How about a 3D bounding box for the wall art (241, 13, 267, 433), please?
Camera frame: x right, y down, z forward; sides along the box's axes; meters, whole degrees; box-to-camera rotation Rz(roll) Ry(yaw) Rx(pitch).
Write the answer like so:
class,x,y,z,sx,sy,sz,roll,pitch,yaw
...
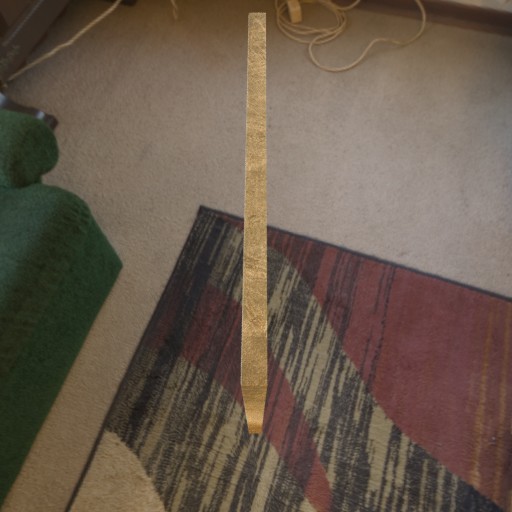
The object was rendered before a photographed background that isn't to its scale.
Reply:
class,x,y,z,sx,sy,sz,roll,pitch,yaw
wall art,0.000,0.000,1.580,0.051,1.091,1.092,0,64,0
